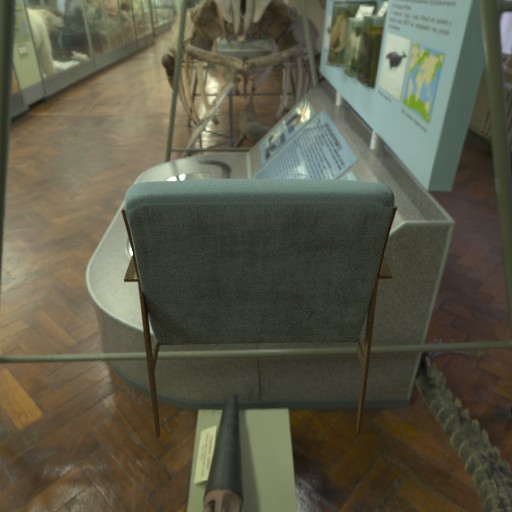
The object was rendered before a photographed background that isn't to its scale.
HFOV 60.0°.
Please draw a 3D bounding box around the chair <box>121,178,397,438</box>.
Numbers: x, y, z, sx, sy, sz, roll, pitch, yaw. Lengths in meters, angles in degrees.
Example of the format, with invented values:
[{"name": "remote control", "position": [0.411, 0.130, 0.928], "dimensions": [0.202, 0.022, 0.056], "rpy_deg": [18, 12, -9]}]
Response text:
[{"name": "chair", "position": [0.000, 0.000, 1.511], "dimensions": [0.701, 0.824, 0.842], "rpy_deg": [-1, 30, -1]}]
